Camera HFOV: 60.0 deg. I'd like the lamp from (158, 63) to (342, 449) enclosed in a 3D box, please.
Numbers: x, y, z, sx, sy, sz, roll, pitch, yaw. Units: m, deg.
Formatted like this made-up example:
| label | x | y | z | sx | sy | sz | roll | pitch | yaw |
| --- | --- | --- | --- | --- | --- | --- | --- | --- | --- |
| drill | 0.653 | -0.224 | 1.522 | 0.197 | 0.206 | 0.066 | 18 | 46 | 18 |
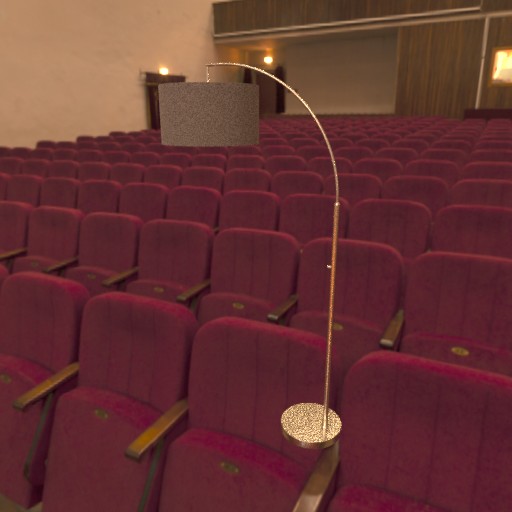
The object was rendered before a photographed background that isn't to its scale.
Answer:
| label | x | y | z | sx | sy | sz | roll | pitch | yaw |
| --- | --- | --- | --- | --- | --- | --- | --- | --- | --- |
| lamp | 0.000 | 0.000 | 2.133 | 0.934 | 1.735 | 0.452 | 9 | 19 | 27 |
